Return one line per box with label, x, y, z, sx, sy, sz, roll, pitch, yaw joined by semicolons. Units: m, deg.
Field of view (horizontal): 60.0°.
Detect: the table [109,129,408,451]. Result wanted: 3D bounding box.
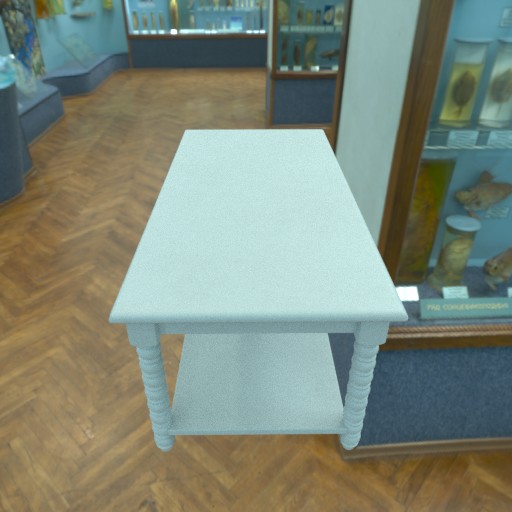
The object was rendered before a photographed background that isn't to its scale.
table;0.000;0.000;1.465;0.580;0.487;1.171;0;33;0
